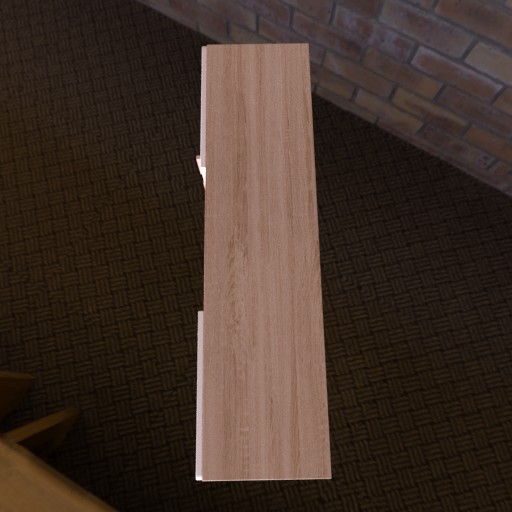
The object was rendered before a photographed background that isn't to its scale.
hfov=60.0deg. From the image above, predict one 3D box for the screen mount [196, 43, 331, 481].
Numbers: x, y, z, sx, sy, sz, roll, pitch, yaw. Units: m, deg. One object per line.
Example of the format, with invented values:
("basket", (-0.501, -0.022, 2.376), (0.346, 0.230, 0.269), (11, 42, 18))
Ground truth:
("screen mount", (0.000, 0.000, 1.761), (0.420, 0.570, 1.500), (-1, 76, 0))
